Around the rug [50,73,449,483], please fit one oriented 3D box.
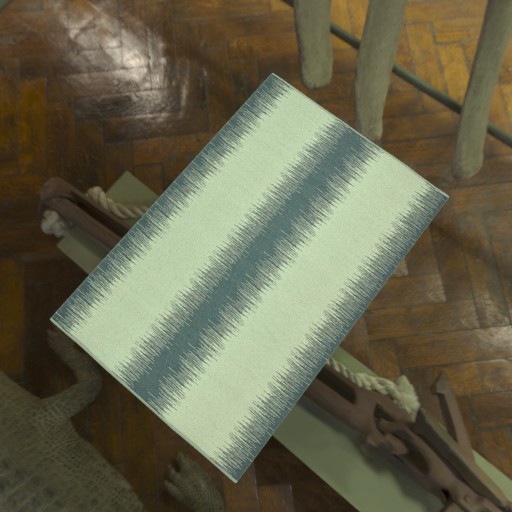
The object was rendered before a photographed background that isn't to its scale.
[{"bbox_3d":[0.000,0.000,2.347,1.234,0.006,1.854,38,80,8],"label":"rug"}]
